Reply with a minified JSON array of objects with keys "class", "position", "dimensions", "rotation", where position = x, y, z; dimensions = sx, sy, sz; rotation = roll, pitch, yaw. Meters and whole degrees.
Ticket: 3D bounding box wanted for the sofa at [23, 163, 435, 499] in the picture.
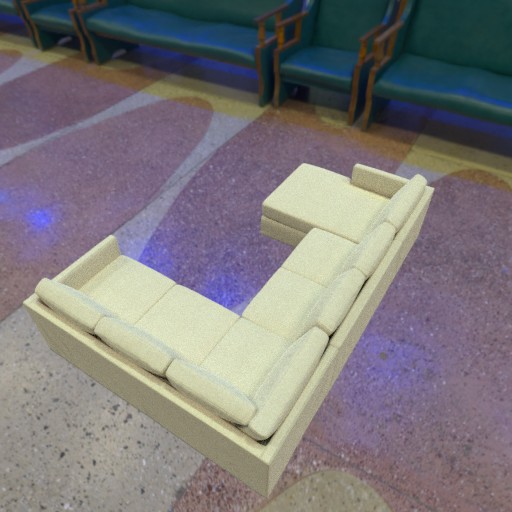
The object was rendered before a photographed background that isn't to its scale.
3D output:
[{"class":"sofa","position":[0.000,0.000,4.421],"dimensions":[2.448,0.882,3.464],"rotation":[24,50,22]}]
